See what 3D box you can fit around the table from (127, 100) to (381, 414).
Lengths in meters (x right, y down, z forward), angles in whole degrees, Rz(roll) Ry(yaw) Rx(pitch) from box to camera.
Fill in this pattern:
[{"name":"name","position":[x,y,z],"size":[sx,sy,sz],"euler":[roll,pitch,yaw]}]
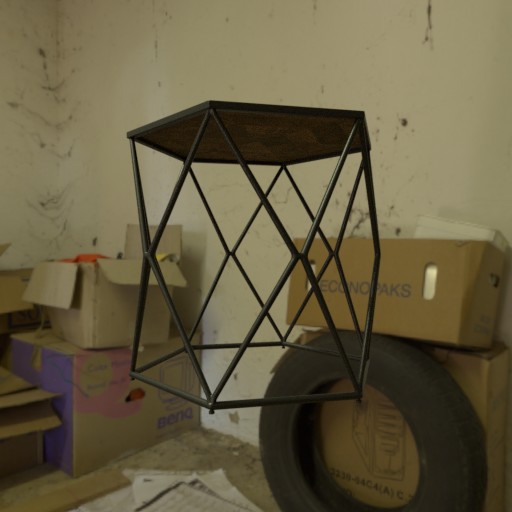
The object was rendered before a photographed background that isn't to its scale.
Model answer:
[{"name":"table","position":[0.000,0.000,1.067],"size":[0.579,0.564,0.578],"euler":[0,1,17]}]
